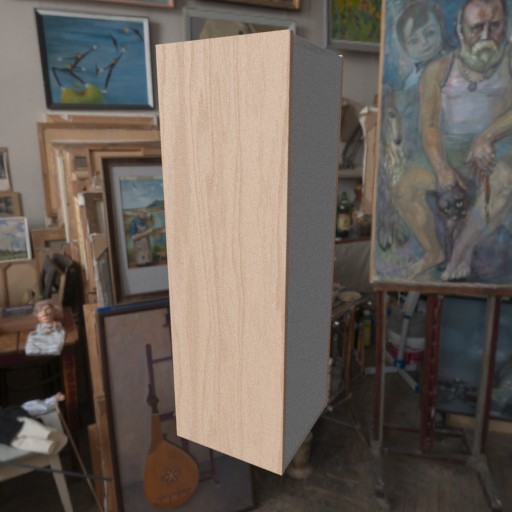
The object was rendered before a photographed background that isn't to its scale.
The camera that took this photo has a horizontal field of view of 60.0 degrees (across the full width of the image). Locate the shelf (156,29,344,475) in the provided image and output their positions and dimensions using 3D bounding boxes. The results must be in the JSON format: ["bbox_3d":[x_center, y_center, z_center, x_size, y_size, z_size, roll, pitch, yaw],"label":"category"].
[{"bbox_3d":[0.000,0.000,1.056,0.290,0.900,0.300,8,17,27],"label":"shelf"}]
